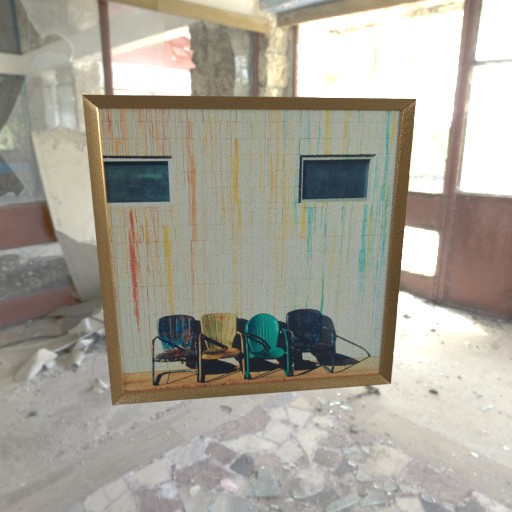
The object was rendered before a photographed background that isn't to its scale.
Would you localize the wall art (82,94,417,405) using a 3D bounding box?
[{"bbox_3d":[0.000,0.000,0.748,0.505,0.505,0.037,-2,15,-7],"label":"wall art"}]
